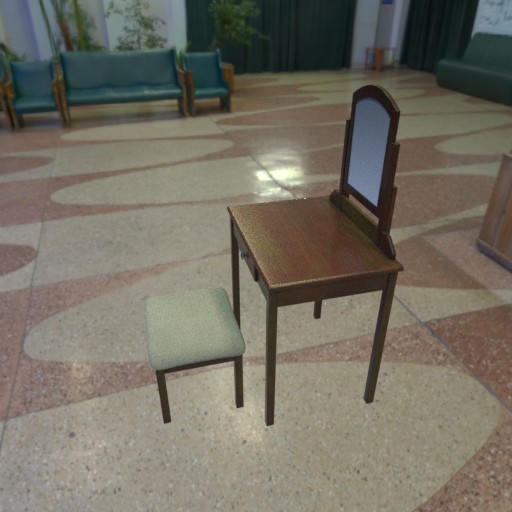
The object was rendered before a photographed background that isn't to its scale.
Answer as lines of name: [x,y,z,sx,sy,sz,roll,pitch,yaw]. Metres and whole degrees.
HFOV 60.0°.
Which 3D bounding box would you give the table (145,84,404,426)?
table: [0.000,0.000,2.306,1.211,1.631,0.876,-8,31,-13]
